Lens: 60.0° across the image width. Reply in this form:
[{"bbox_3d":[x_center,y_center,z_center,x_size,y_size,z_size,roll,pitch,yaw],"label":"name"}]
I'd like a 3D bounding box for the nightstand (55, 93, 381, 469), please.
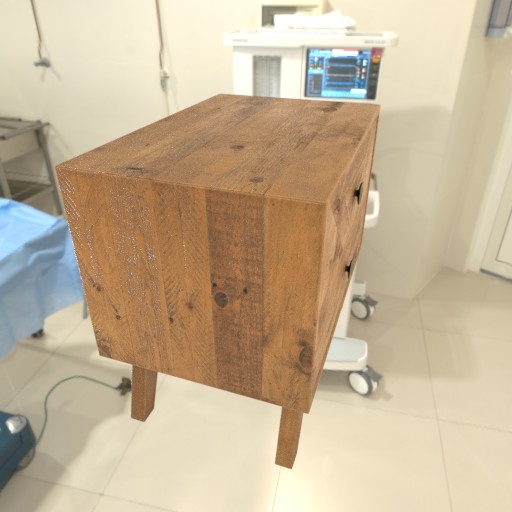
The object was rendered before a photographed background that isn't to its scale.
[{"bbox_3d":[0.000,0.000,1.052,0.450,0.599,0.650,10,32,17],"label":"nightstand"}]
